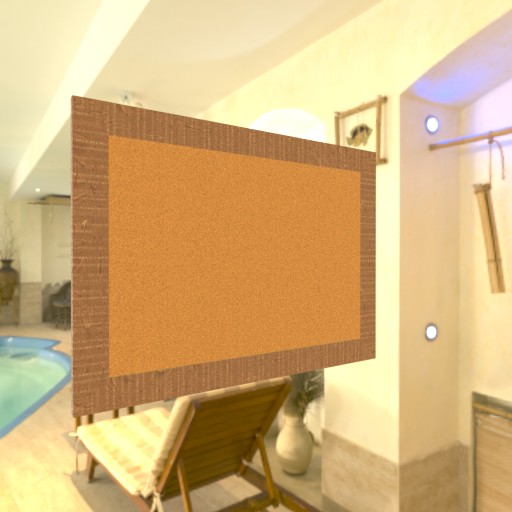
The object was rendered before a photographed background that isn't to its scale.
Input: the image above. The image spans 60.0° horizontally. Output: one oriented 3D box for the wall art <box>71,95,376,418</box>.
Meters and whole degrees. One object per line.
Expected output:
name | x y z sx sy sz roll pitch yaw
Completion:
wall art | 0.000 0.000 1.347 1.056 0.761 0.020 0 0 -34
